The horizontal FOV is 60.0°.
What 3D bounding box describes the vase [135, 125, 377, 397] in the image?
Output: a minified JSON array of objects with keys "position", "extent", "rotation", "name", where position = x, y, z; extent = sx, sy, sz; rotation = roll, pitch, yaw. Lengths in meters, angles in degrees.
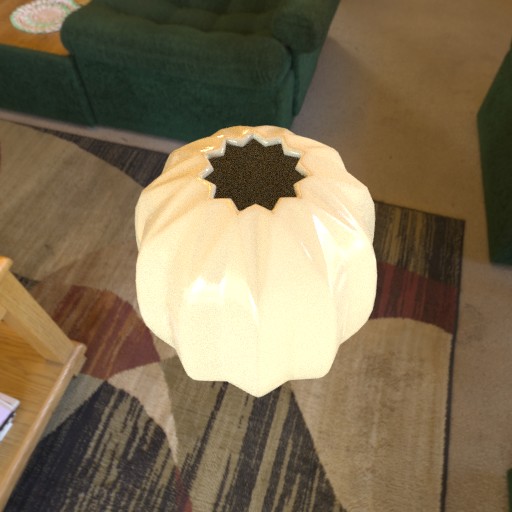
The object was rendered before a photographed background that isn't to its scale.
[{"position":[0.000,0.000,0.248],"extent":[0.139,0.134,0.139],"rotation":[0,56,0],"name":"vase"}]
